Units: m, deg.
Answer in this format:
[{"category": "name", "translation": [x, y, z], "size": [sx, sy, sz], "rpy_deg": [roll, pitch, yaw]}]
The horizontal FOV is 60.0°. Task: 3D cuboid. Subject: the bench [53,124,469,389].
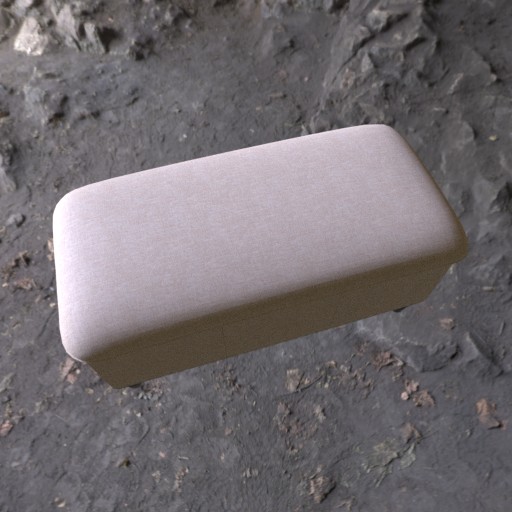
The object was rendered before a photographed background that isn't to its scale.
[{"category": "bench", "translation": [0.000, 0.000, 1.249], "size": [0.991, 0.483, 0.483], "rpy_deg": [-14, 60, -9]}]
